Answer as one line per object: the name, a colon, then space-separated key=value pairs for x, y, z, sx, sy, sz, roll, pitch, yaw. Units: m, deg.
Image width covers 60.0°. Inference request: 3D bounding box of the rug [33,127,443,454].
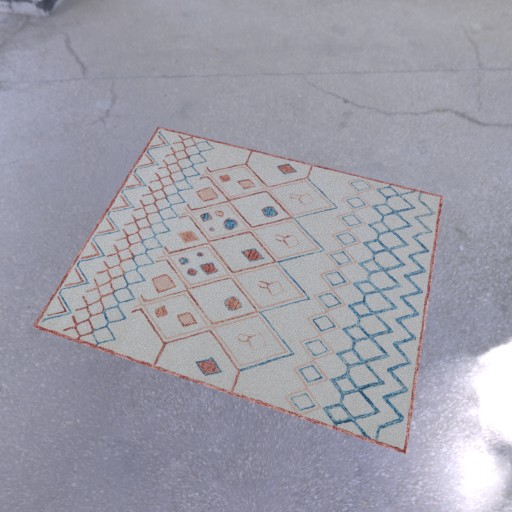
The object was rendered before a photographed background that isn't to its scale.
rug: x=0.000 y=0.000 z=3.979 sx=3.050 sy=0.016 sz=2.441 roll=16 pitch=60 yaw=9
